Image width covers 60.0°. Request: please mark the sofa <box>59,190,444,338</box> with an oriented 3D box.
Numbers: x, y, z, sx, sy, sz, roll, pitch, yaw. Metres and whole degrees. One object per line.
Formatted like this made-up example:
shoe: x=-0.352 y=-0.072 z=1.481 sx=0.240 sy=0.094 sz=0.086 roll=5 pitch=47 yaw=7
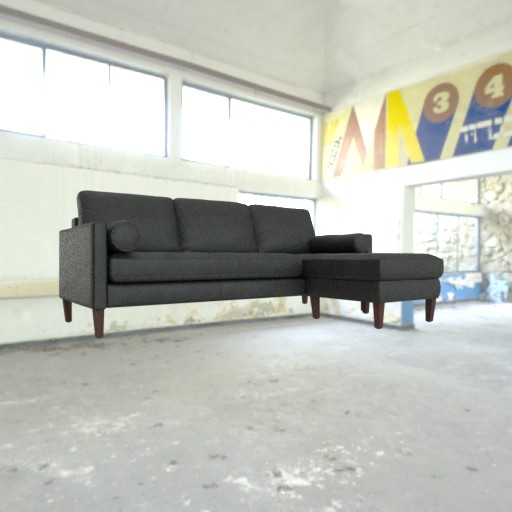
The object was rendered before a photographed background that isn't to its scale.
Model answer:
sofa: x=0.000 y=0.000 z=2.965 sx=2.178 sy=0.876 sz=1.497 roll=0 pitch=0 yaw=-35
